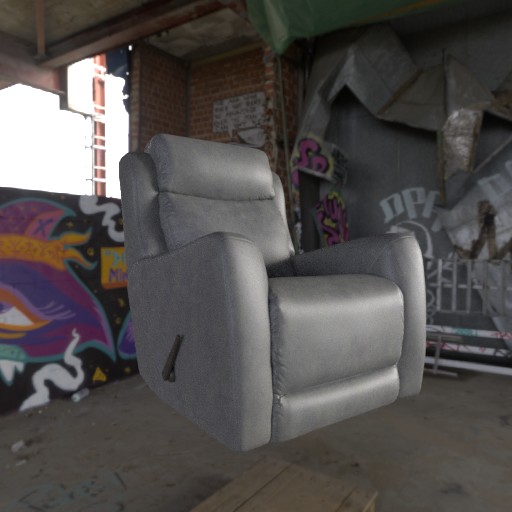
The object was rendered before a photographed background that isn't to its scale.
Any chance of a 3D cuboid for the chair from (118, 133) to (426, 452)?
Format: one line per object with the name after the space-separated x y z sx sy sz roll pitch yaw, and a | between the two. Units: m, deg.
0.000 0.000 1.891 0.967 1.116 1.068 -1 2 -35 | chair
